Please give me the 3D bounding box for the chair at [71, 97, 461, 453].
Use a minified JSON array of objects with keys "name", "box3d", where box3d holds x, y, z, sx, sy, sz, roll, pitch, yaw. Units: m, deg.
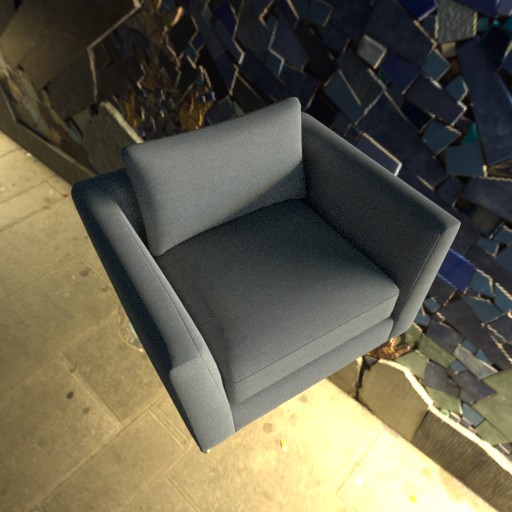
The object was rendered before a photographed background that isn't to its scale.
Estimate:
[{"name":"chair","box3d":[0.000,0.000,1.675,1.041,0.864,0.889,-24,50,-21]}]
